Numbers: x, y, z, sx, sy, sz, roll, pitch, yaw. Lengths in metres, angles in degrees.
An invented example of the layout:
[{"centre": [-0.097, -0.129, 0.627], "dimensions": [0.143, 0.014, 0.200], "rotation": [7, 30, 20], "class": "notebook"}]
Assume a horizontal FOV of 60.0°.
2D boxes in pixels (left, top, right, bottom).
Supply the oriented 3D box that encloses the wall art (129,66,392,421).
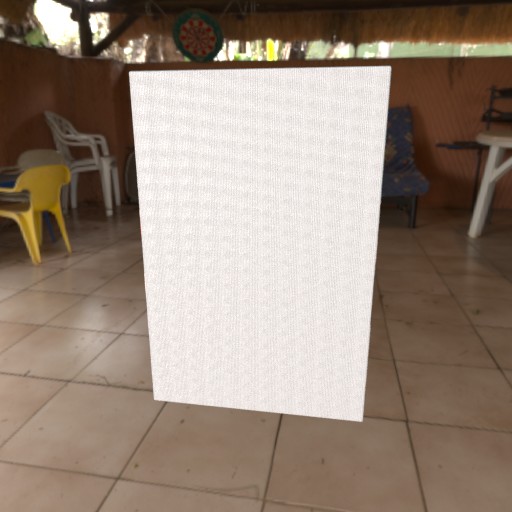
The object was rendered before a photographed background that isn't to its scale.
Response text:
[{"centre": [0.000, 0.000, 1.170], "dimensions": [0.609, 0.911, 0.061], "rotation": [3, 17, 9], "class": "wall art"}]
